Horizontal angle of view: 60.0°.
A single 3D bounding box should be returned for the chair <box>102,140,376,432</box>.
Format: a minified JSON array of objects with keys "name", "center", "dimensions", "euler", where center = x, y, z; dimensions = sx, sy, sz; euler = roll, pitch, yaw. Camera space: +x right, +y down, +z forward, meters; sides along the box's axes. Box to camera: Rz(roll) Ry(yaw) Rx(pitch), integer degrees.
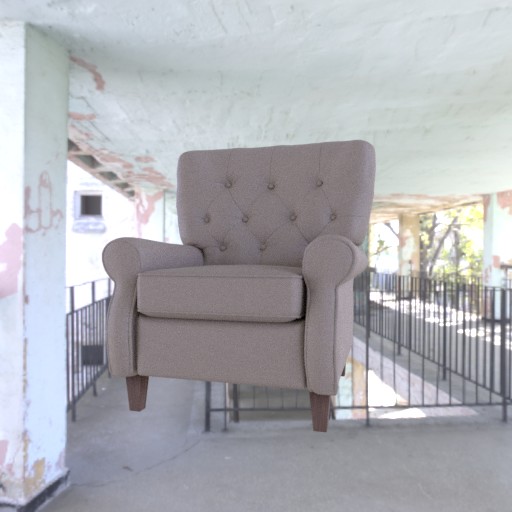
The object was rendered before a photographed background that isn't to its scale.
[{"name":"chair","center":[0.000,0.000,1.938],"dimensions":[0.999,1.138,1.041],"euler":[0,0,16]}]
